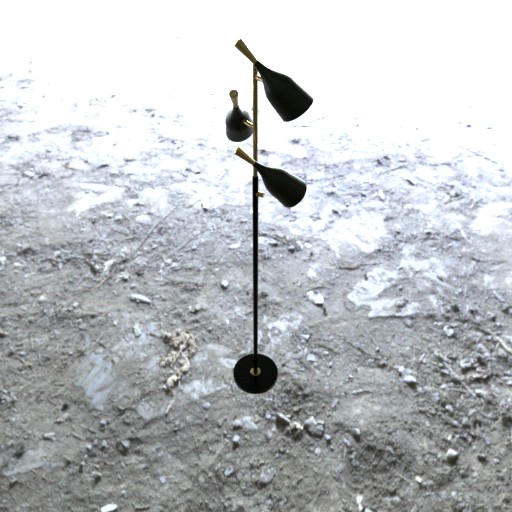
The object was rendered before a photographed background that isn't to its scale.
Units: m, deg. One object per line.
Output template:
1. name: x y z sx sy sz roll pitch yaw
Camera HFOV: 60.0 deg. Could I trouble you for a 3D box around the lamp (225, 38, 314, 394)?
1. lamp: 0.000 0.000 1.920 0.253 1.778 0.434 -25 47 -26
